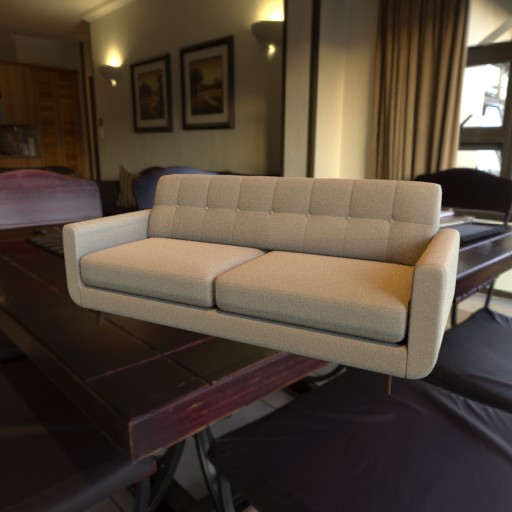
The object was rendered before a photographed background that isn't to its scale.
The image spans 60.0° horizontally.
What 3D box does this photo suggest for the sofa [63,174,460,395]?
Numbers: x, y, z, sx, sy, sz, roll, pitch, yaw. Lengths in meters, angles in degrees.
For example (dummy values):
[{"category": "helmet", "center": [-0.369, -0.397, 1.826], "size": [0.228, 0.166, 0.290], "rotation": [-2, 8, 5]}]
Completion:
[{"category": "sofa", "center": [0.000, 0.000, 2.616], "size": [2.137, 0.892, 0.980], "rotation": [7, 15, 27]}]
